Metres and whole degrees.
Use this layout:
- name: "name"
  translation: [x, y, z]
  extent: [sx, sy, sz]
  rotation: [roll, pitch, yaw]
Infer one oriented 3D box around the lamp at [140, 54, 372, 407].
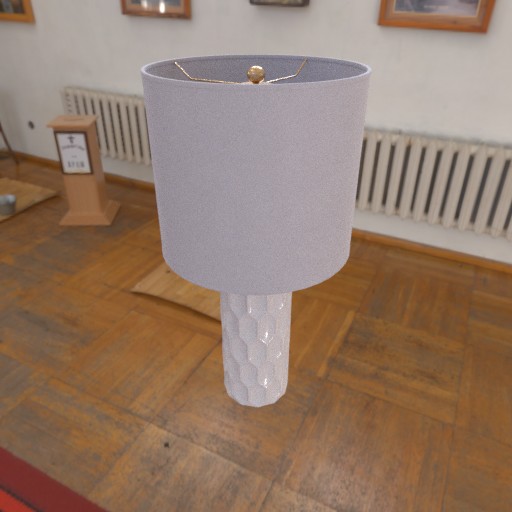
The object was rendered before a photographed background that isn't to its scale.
- name: "lamp"
  translation: [0.000, 0.000, 0.676]
  extent: [0.277, 0.537, 0.277]
  rotation: [-9, 31, -16]
